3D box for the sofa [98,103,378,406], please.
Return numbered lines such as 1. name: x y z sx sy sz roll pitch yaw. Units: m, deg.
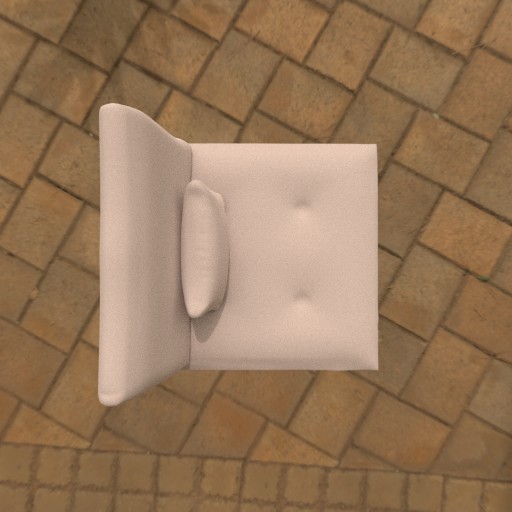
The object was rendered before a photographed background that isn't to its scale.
1. sofa: 0.000 0.000 1.696 1.000 0.828 0.935 0 89 -1
